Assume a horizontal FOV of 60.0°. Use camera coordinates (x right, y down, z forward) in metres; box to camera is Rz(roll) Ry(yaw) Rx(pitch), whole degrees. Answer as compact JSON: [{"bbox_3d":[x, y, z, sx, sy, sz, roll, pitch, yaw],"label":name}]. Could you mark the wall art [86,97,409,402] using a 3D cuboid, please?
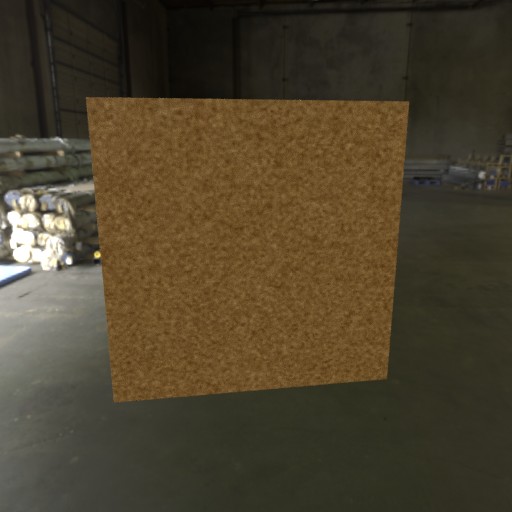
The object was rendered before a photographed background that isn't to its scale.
[{"bbox_3d":[0.000,0.000,0.667,0.446,0.445,0.014,-2,15,-9],"label":"wall art"}]
